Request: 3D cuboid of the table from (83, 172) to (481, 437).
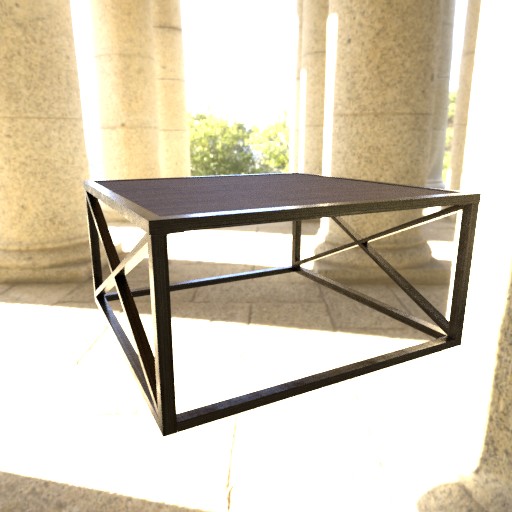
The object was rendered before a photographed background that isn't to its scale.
[{"bbox_3d":[0.000,0.000,1.439,0.909,0.451,0.899,-8,16,-27],"label":"table"}]
